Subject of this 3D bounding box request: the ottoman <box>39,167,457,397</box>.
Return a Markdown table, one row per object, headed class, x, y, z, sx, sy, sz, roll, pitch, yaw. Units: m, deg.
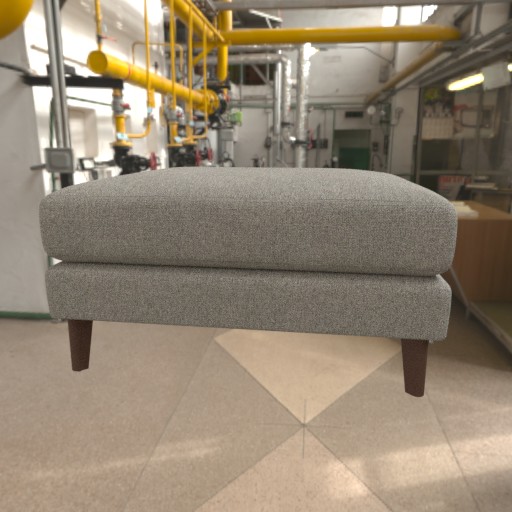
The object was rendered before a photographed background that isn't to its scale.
| class | x | y | z | sx | sy | sz | roll | pitch | yaw |
| --- | --- | --- | --- | --- | --- | --- | --- | --- | --- |
| ottoman | 0.000 | 0.000 | 1.157 | 0.821 | 0.441 | 0.611 | 2 | 15 | 8 |
